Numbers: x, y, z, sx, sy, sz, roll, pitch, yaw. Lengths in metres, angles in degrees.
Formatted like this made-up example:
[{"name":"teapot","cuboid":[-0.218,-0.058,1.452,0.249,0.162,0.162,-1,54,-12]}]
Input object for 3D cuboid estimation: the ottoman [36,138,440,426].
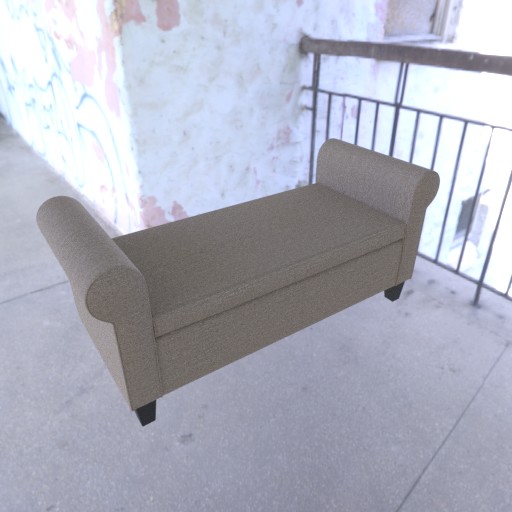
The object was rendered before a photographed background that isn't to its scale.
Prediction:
[{"name":"ottoman","cuboid":[0.000,0.000,1.563,1.256,0.547,0.521,-19,35,-29]}]
